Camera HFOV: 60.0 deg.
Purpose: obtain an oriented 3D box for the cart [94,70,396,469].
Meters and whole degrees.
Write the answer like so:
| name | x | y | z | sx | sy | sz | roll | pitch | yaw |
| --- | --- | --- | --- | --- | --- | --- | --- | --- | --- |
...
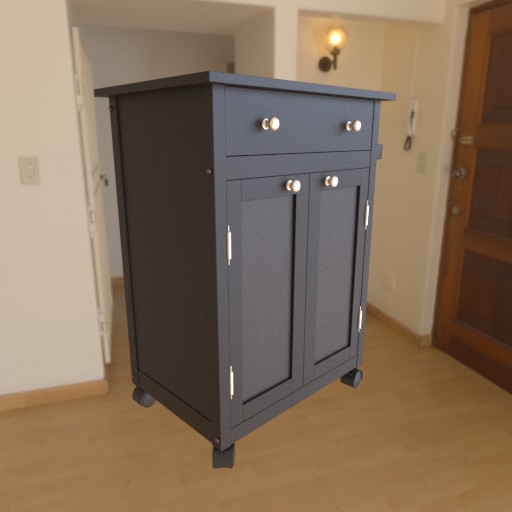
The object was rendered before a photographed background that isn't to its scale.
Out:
| name | x | y | z | sx | sy | sz | roll | pitch | yaw |
| --- | --- | --- | --- | --- | --- | --- | --- | --- | --- |
| cart | 0.000 | 0.000 | 1.260 | 0.660 | 0.879 | 0.456 | -14 | 21 | -42 |
